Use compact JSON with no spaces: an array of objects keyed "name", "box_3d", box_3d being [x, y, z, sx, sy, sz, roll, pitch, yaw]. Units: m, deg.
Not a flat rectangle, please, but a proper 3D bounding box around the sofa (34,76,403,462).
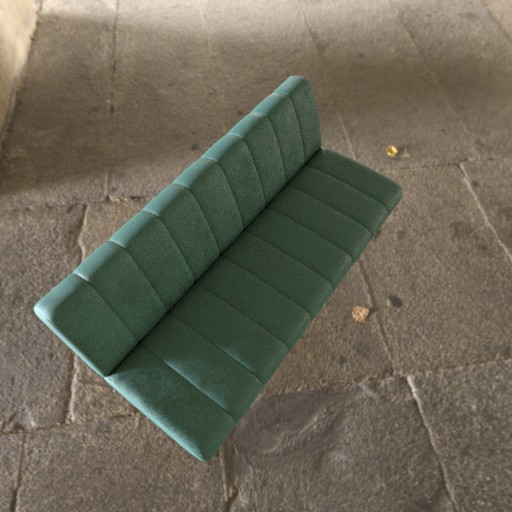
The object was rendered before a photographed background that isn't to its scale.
[{"name":"sofa","box_3d":[0.000,0.000,2.281,0.830,0.820,1.810,32,63,19]}]
